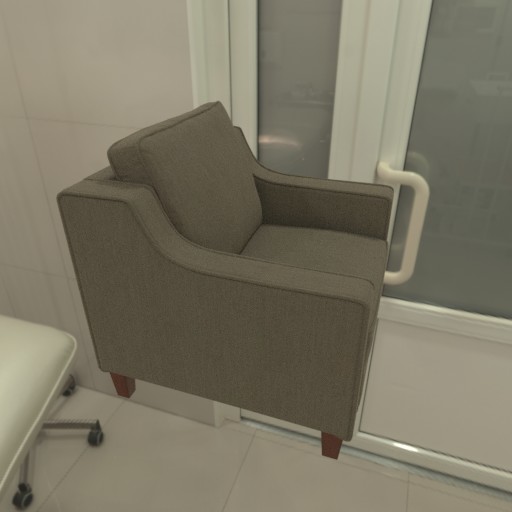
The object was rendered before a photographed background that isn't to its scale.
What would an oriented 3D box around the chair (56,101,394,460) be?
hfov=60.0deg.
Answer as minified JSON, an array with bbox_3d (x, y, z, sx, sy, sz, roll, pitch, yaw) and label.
[{"bbox_3d":[0.000,0.000,1.616,0.909,0.960,0.831,10,31,17],"label":"chair"}]
